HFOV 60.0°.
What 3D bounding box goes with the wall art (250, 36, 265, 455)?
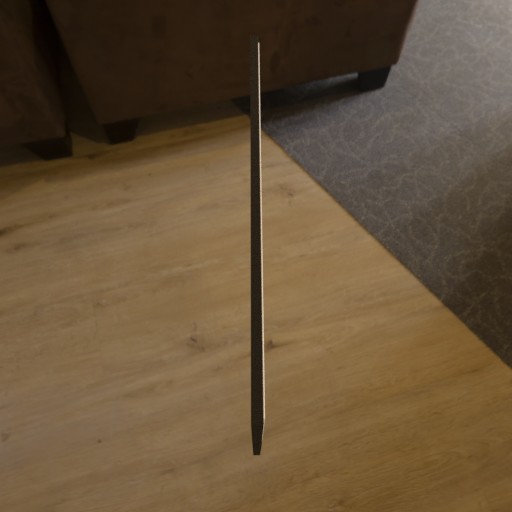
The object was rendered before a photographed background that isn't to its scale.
[{"bbox_3d":[0.000,0.000,1.512,0.028,0.805,1.190,0,62,0],"label":"wall art"}]
